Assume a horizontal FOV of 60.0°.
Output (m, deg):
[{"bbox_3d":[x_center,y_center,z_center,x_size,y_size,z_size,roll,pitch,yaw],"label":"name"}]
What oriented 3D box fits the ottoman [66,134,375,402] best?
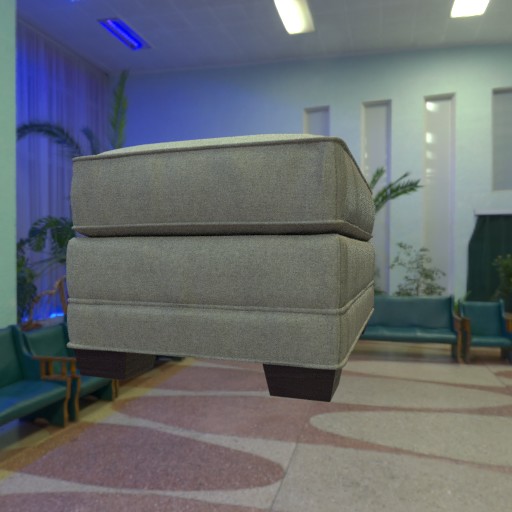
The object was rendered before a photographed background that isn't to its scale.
[{"bbox_3d":[0.000,0.000,1.236,0.611,0.508,0.848,0,1,19],"label":"ottoman"}]
